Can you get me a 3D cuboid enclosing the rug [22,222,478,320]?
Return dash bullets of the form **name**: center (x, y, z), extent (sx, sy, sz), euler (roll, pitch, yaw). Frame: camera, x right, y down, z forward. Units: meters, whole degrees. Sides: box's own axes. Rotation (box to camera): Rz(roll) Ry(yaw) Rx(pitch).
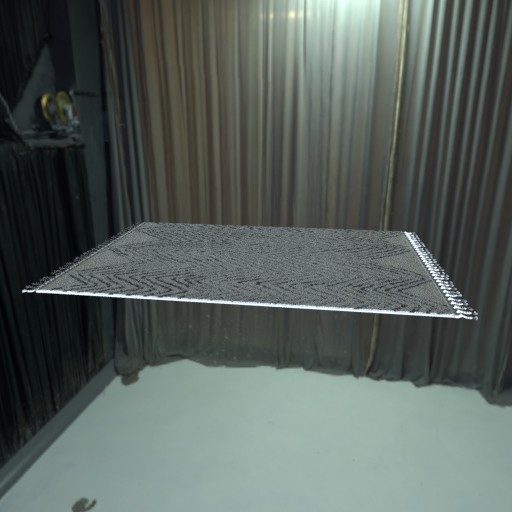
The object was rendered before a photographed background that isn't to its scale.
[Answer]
- **rug**: center (0.000, 0.000, 2.318), extent (1.847, 0.014, 1.230), euler (3, 18, 8)
